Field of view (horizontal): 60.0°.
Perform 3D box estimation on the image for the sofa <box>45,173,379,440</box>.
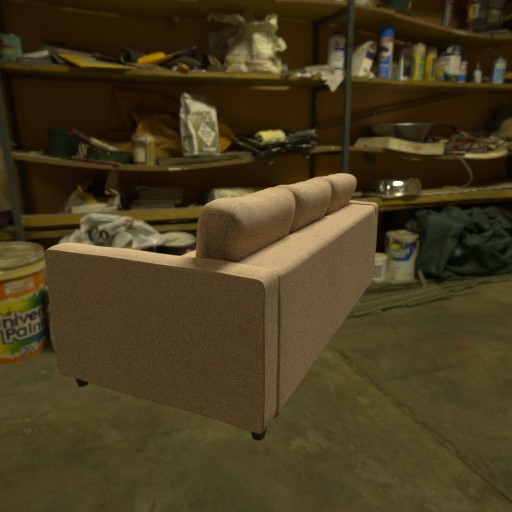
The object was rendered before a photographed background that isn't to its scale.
[{"bbox_3d":[0.000,0.000,2.337,0.930,0.800,1.855,7,16,24],"label":"sofa"}]
